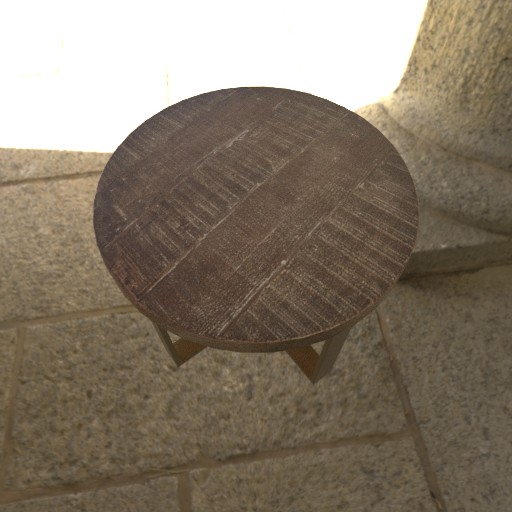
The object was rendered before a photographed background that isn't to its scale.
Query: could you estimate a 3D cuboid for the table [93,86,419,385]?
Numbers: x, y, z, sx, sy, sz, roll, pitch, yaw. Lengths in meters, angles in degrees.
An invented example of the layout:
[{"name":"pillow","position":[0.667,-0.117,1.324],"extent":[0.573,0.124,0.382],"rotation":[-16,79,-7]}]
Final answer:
[{"name":"table","position":[0.000,0.000,0.956],"extent":[0.557,0.437,0.557],"rotation":[0,59,0]}]
